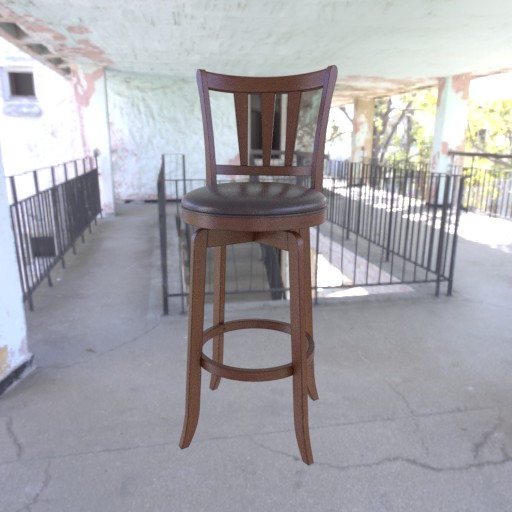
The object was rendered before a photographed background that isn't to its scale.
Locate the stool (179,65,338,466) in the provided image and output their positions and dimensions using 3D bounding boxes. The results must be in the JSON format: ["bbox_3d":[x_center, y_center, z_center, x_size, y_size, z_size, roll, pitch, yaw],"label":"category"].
[{"bbox_3d":[0.000,0.000,1.427,0.464,1.177,0.503,3,15,10],"label":"stool"}]
